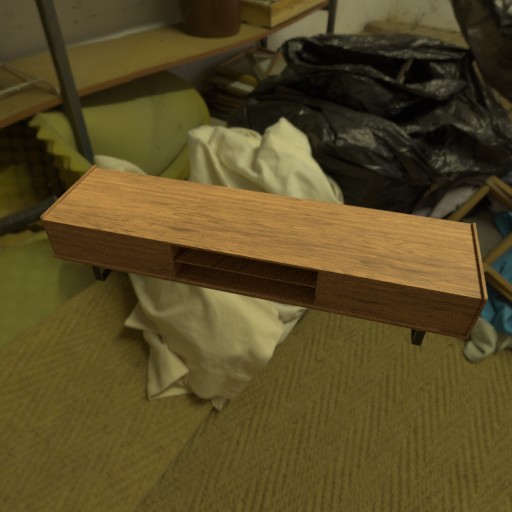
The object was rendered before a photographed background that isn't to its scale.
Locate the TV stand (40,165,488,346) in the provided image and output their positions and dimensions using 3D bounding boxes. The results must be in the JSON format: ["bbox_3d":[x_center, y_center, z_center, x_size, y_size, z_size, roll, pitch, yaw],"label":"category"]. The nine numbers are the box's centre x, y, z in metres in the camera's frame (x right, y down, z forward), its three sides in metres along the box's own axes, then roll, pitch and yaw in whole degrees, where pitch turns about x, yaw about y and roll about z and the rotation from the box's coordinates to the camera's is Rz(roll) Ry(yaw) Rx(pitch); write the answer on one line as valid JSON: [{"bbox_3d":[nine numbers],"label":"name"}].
[{"bbox_3d":[0.000,0.000,2.020,1.796,0.415,0.467,10,43,11],"label":"TV stand"}]
